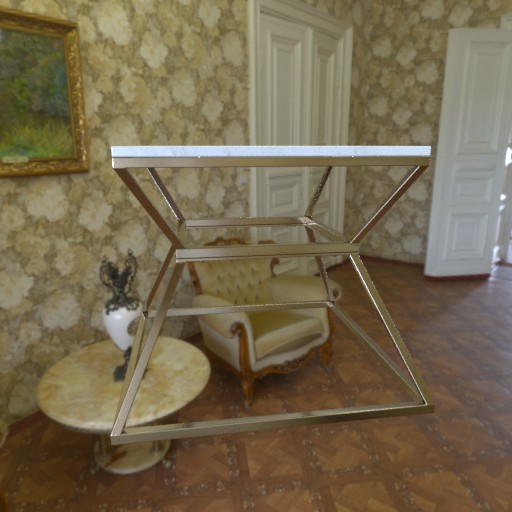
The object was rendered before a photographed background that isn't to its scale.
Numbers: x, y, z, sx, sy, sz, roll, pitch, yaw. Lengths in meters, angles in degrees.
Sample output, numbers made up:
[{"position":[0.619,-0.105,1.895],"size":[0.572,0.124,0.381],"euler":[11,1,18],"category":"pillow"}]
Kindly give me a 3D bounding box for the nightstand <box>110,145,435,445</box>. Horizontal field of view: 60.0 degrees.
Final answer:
[{"position":[0.000,0.000,0.884],"size":[0.513,0.426,0.514],"euler":[-2,14,-9],"category":"nightstand"}]
